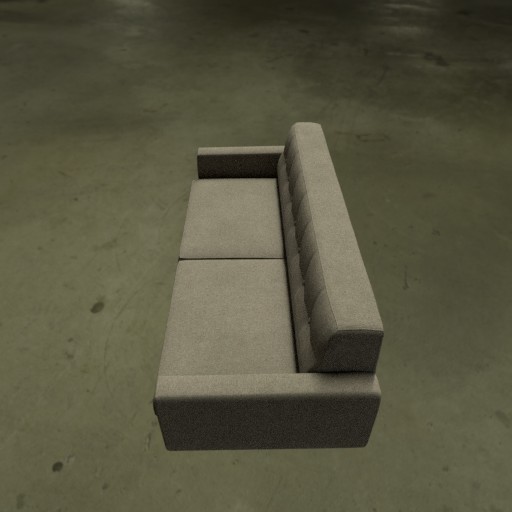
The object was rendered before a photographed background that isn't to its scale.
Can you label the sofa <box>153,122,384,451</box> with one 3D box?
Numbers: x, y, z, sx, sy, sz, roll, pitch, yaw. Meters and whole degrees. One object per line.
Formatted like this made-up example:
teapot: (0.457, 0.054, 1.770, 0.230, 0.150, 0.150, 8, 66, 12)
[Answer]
sofa: (0.000, 0.000, 2.504, 0.909, 0.841, 2.029, -1, 40, -1)
